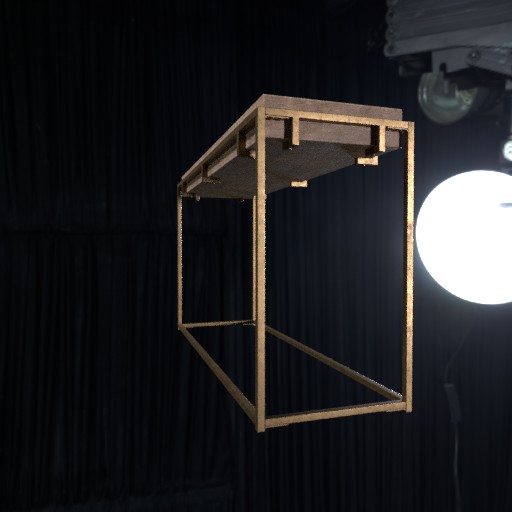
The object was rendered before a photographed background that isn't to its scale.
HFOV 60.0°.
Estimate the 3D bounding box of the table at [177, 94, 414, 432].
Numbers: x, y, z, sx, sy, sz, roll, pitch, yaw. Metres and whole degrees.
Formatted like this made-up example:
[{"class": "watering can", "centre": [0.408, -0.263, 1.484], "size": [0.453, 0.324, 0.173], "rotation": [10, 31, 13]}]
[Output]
[{"class": "table", "centre": [0.000, 0.000, 1.793], "size": [0.440, 0.820, 1.400], "rotation": [0, 1, -18]}]
